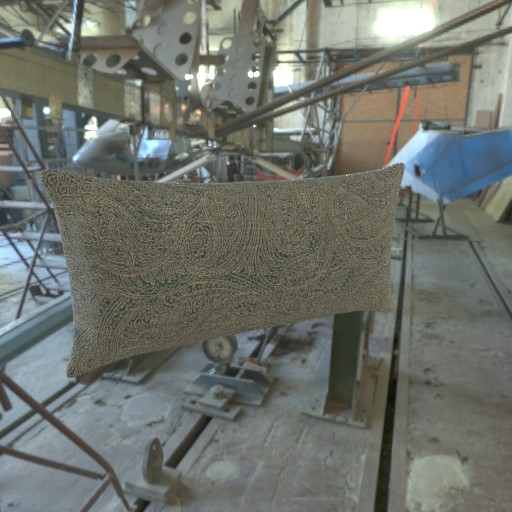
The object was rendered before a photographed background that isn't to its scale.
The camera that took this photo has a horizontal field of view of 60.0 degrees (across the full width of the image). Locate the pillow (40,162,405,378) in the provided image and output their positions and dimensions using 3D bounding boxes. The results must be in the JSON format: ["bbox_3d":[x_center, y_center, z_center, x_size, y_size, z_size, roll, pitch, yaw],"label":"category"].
[{"bbox_3d":[0.000,0.000,0.732,0.615,0.295,0.151,-7,16,-25],"label":"pillow"}]
